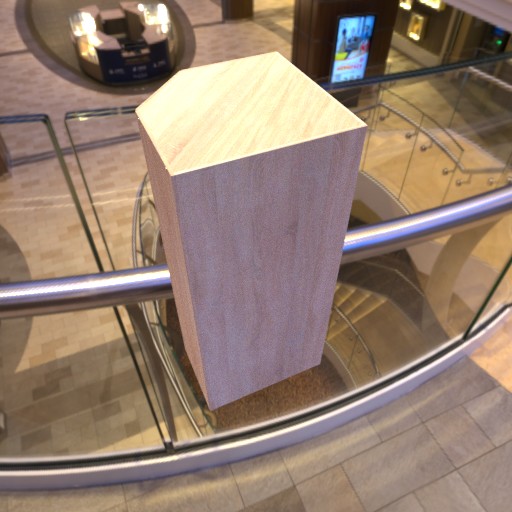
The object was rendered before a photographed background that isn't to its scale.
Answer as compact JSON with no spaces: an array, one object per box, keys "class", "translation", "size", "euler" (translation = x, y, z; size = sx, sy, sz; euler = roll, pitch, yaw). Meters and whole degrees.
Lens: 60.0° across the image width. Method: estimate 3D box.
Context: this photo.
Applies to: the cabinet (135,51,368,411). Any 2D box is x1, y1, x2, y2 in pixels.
[{"class":"cabinet","translation":[0.000,0.000,2.929],"size":[1.094,2.120,1.327],"euler":[15,48,14]}]
